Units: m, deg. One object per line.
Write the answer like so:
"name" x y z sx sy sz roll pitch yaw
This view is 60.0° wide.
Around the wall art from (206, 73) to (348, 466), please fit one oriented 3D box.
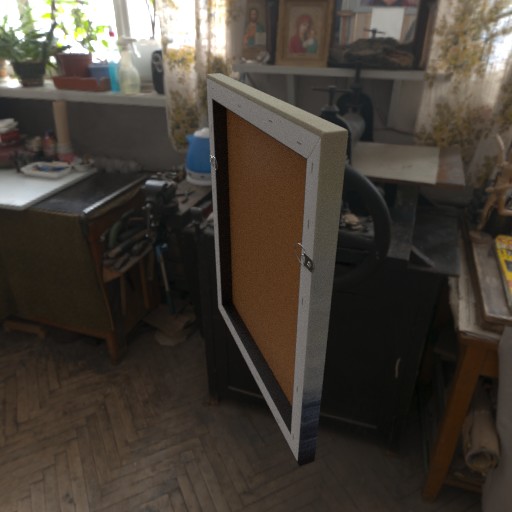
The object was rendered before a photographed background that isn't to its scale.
"wall art" 0.000 0.000 1.019 0.041 0.710 0.608 -11 31 -18
